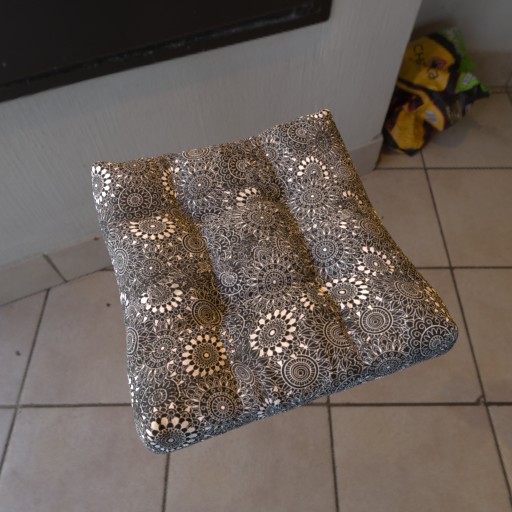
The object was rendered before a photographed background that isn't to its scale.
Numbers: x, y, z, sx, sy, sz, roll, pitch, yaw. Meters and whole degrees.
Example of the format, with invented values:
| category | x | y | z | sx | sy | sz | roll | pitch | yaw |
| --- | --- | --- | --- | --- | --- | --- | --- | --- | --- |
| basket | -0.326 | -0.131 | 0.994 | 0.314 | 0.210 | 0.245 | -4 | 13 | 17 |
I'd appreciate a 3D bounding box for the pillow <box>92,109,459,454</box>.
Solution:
| category | x | y | z | sx | sy | sz | roll | pitch | yaw |
| --- | --- | --- | --- | --- | --- | --- | --- | --- | --- |
| pillow | 0.000 | 0.000 | 0.725 | 0.468 | 0.128 | 0.490 | -16 | 60 | -10 |
